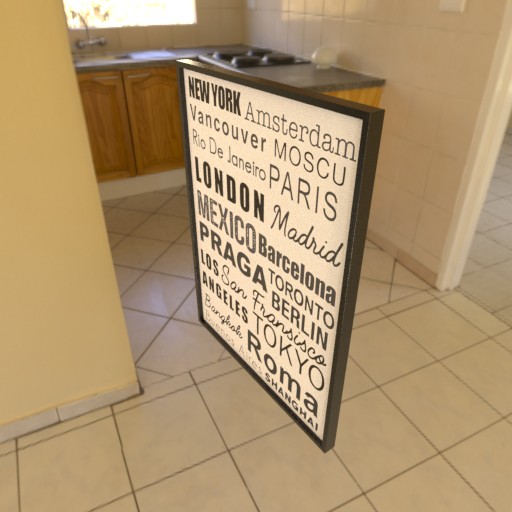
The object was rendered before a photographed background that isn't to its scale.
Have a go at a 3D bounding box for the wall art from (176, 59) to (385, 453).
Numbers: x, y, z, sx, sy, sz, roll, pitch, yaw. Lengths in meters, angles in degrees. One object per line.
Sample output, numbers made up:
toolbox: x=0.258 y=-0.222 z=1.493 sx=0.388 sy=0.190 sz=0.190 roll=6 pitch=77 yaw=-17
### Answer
wall art: x=0.000 y=0.000 z=1.390 sx=0.043 sy=1.046 sz=0.788 roll=-21 pitch=38 yaw=-30
